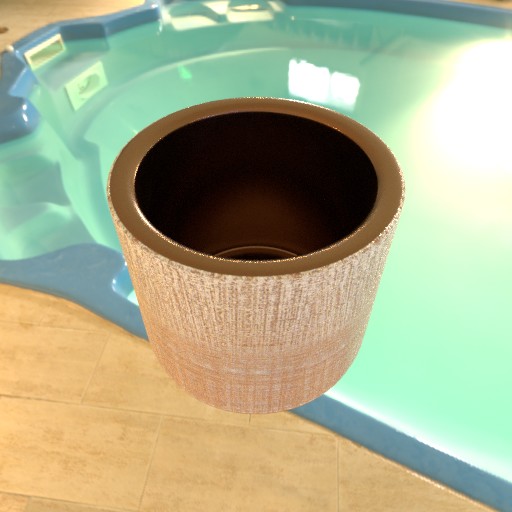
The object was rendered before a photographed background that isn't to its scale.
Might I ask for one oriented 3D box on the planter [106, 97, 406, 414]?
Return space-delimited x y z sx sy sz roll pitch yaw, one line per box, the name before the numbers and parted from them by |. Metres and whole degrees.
planter | 0.000 0.000 0.196 0.109 0.096 0.109 0 47 0
